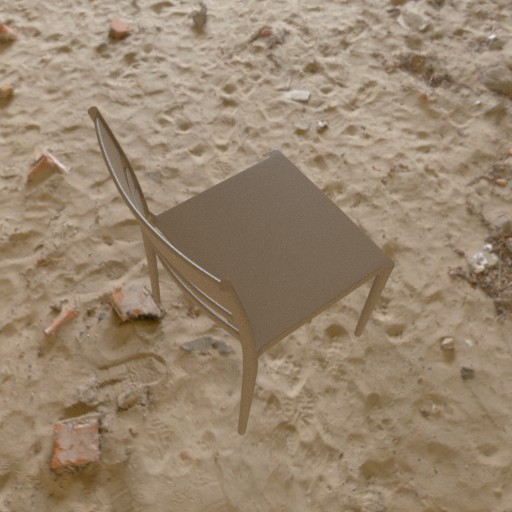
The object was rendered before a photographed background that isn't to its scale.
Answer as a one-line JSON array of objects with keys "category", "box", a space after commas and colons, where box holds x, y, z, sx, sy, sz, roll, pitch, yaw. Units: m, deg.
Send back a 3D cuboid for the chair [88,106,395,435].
[{"category": "chair", "box": [0.000, 0.000, 1.118, 0.511, 0.800, 0.531, -31, 62, -18]}]
